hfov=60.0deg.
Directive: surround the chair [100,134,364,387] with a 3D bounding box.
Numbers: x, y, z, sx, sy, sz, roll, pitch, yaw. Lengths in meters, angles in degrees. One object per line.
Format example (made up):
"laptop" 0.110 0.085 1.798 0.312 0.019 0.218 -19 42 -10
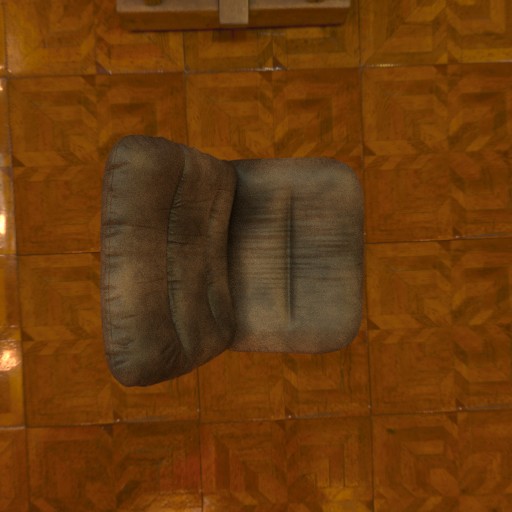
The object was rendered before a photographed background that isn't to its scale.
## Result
"chair" 0.000 0.000 1.266 0.622 0.870 0.549 0 92 -1
